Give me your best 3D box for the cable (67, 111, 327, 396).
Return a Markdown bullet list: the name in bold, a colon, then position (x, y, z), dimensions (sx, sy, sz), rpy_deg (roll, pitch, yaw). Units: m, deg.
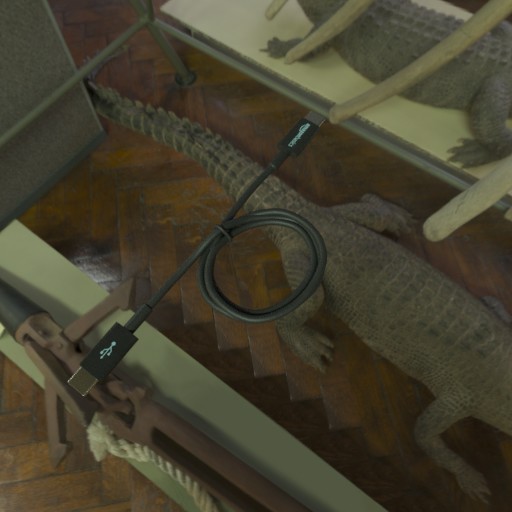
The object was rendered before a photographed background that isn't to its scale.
- **cable**: position (0.000, 0.000, 0.228), dimensions (0.070, 0.014, 0.203), rpy_deg (33, 69, 15)
